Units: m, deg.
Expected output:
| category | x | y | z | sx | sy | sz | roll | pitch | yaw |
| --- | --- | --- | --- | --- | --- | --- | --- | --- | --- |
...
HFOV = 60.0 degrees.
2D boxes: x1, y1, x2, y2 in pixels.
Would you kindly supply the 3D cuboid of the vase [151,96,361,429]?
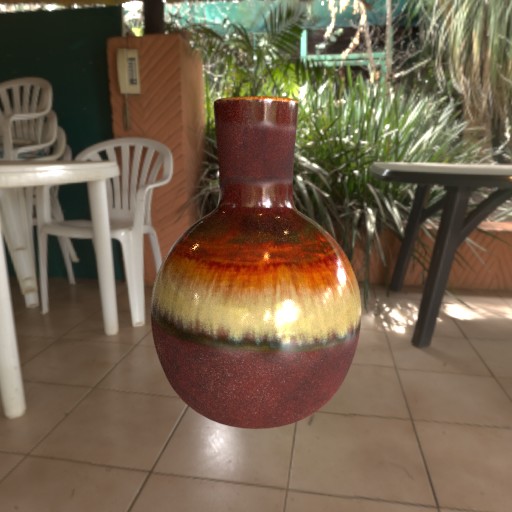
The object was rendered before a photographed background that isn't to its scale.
| category | x | y | z | sx | sy | sz | roll | pitch | yaw |
| --- | --- | --- | --- | --- | --- | --- | --- | --- | --- |
| vase | 0.000 | 0.000 | 0.233 | 0.111 | 0.154 | 0.111 | 0 | 14 | 0 |
